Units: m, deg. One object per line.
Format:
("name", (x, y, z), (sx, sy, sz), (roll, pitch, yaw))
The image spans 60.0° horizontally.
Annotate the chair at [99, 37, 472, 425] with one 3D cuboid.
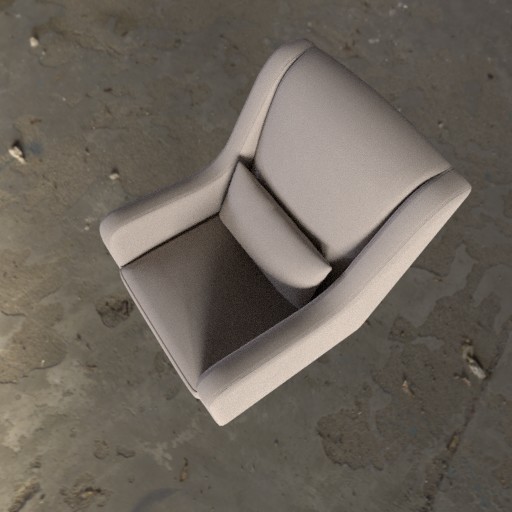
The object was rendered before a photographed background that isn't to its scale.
("chair", (0.000, 0.000, 1.551), (0.863, 1.010, 0.715), (-32, 67, -15))
